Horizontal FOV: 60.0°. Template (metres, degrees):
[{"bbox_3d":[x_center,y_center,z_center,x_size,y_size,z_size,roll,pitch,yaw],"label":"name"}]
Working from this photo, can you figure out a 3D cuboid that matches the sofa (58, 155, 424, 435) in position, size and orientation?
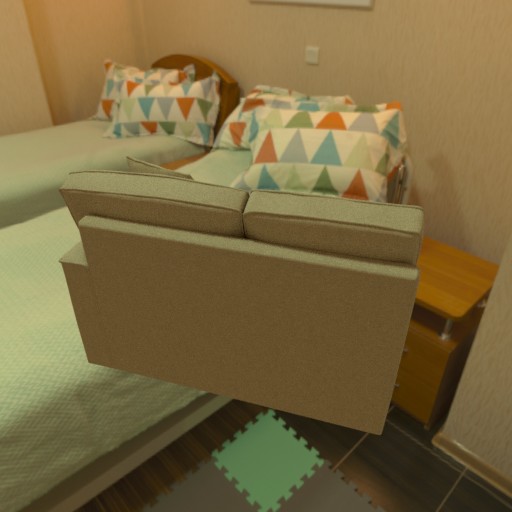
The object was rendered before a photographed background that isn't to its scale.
[{"bbox_3d":[0.000,0.000,2.079,1.388,0.989,0.991,9,33,14],"label":"sofa"}]
